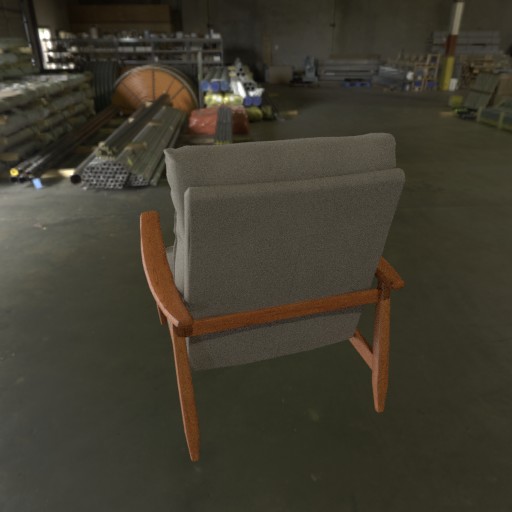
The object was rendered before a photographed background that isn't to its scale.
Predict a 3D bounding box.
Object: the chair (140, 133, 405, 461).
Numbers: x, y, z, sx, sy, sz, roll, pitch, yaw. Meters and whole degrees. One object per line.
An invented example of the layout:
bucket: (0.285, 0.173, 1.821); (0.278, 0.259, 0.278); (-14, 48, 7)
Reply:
chair: (0.000, 0.000, 1.578); (0.782, 0.922, 0.816); (-8, 27, -16)
